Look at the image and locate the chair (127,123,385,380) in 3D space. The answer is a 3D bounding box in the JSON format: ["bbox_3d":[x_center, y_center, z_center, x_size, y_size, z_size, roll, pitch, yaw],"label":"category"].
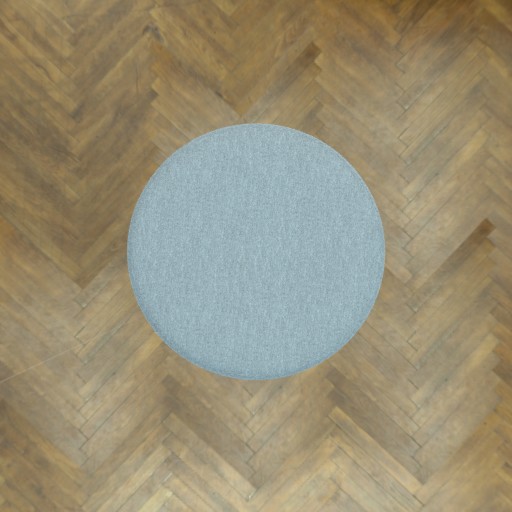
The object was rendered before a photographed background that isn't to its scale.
[{"bbox_3d":[0.000,0.000,0.706,0.350,0.440,0.350,0,89,0],"label":"chair"}]
